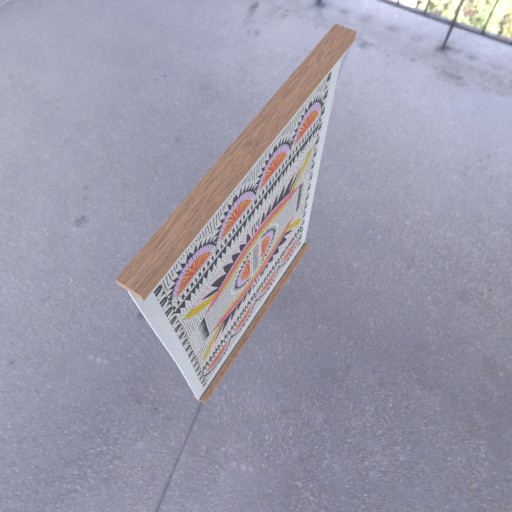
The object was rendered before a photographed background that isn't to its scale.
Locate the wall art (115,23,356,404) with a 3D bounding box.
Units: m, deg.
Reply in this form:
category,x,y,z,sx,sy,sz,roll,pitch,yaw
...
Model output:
category,x,y,z,sx,sy,sz,roll,pitch,yaw
wall art,0.000,0.000,0.682,0.028,0.527,0.403,29,66,14
